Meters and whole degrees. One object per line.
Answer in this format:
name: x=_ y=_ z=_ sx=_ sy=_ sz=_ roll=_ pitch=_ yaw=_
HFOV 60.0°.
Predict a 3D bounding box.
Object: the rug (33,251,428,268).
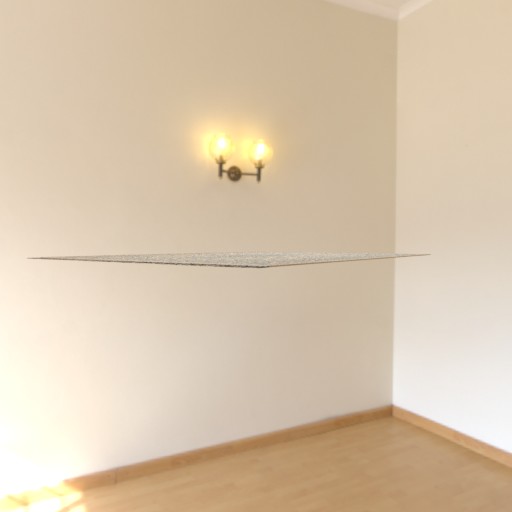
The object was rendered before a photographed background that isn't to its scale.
rug: x=0.000 y=0.000 z=4.367 sx=2.464 sy=0.010 sz=3.327 roll=1 pitch=2 yaw=37
